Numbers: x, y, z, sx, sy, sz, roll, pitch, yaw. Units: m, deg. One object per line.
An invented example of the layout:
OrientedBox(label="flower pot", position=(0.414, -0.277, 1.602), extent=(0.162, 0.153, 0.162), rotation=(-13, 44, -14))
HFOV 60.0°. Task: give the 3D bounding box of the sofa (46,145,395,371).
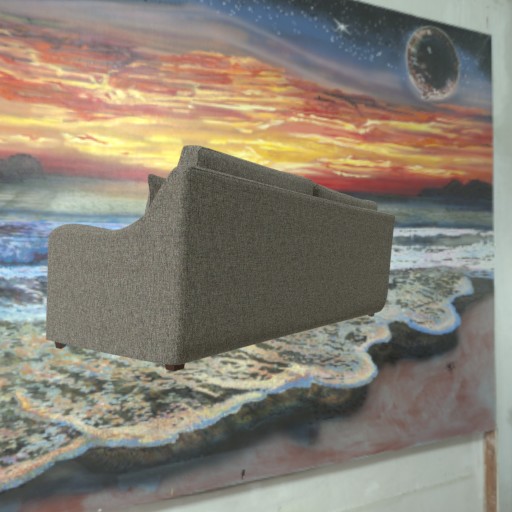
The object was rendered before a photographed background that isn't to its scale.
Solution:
OrientedBox(label="sofa", position=(0.000, 0.000, 2.996), extent=(1.103, 0.998, 2.418), rotation=(0, 0, 36))
